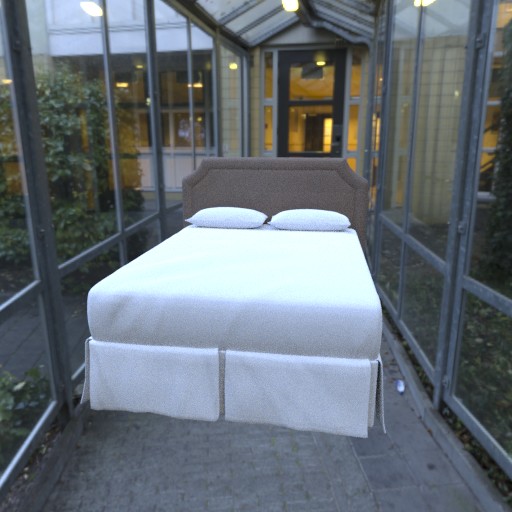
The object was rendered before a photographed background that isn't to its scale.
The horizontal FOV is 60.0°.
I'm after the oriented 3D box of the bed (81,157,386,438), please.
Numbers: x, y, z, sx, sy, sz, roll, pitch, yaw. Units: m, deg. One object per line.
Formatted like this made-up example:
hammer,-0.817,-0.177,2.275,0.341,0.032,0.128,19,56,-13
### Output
bed,0.000,0.000,3.130,1.693,1.290,2.116,2,15,8
